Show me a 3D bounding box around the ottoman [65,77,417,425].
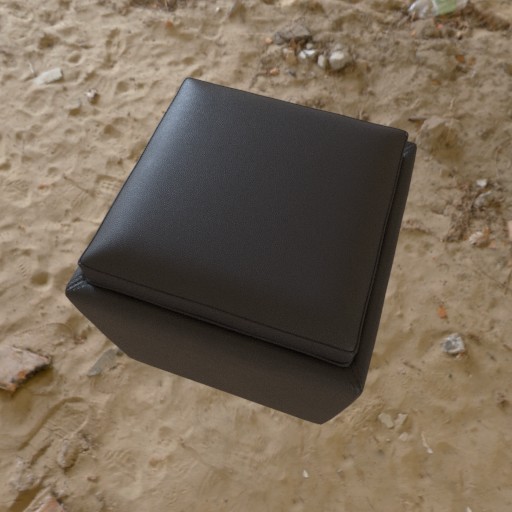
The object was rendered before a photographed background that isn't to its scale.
[{"bbox_3d":[0.000,0.000,0.825,0.451,0.460,0.450,17,64,8],"label":"ottoman"}]
